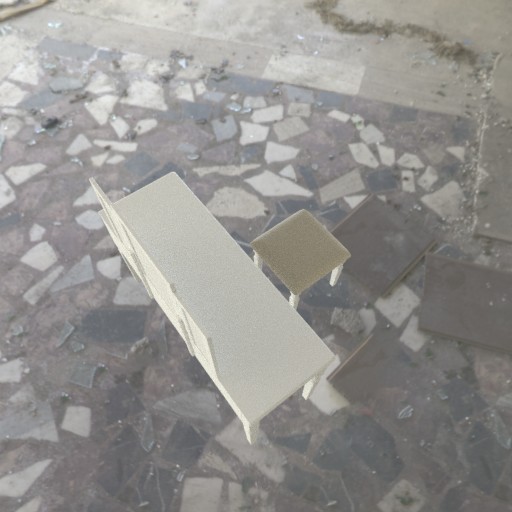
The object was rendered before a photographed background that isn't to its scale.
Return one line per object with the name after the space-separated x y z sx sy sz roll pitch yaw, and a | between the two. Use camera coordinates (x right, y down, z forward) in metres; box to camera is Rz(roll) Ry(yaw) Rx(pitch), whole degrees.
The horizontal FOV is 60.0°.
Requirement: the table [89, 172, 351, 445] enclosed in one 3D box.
0.000 0.000 2.353 1.115 1.310 1.369 -33 65 -18 | table
